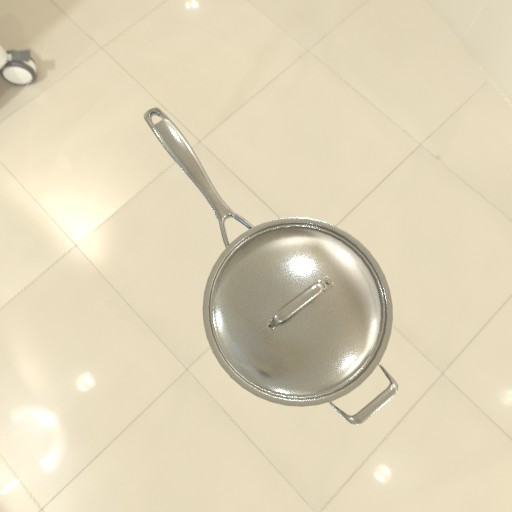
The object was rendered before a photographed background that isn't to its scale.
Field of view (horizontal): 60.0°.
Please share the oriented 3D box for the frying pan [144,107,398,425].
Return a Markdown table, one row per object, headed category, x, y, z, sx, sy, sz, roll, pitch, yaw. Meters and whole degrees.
| category | x | y | z | sx | sy | sz | roll | pitch | yaw |
| --- | --- | --- | --- | --- | --- | --- | --- | --- | --- |
| frying pan | 0.000 | 0.000 | 0.602 | 0.245 | 0.111 | 0.492 | -36 | 77 | -9 |
